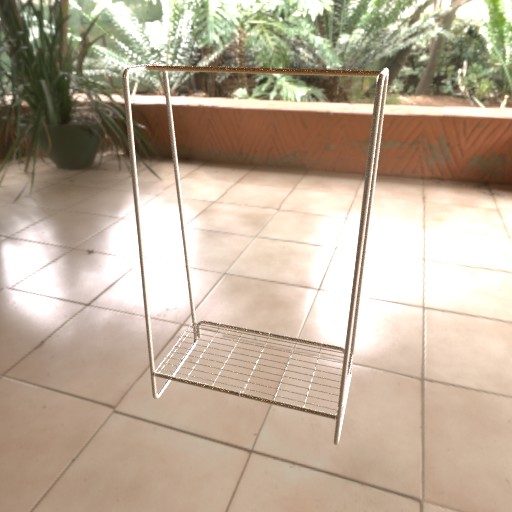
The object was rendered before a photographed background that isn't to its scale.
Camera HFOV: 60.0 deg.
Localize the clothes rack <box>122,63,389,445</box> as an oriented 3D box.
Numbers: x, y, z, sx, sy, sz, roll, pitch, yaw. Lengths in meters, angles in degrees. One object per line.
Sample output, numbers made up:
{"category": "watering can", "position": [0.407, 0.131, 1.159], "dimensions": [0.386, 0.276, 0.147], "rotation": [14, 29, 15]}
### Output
{"category": "clothes rack", "position": [0.000, 0.000, 1.910], "dimensions": [0.900, 1.500, 0.495], "rotation": [8, 28, 16]}
